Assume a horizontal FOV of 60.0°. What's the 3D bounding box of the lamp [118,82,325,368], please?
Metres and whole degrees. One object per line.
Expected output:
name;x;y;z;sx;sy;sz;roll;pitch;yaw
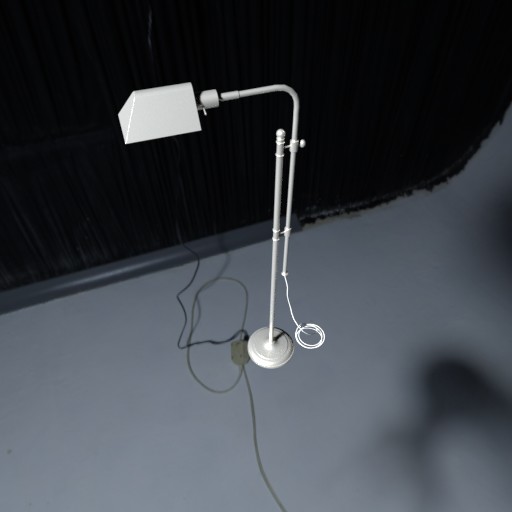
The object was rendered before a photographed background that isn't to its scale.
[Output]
lamp;0.000;0.000;1.864;0.813;1.571;0.256;-14;49;-13
